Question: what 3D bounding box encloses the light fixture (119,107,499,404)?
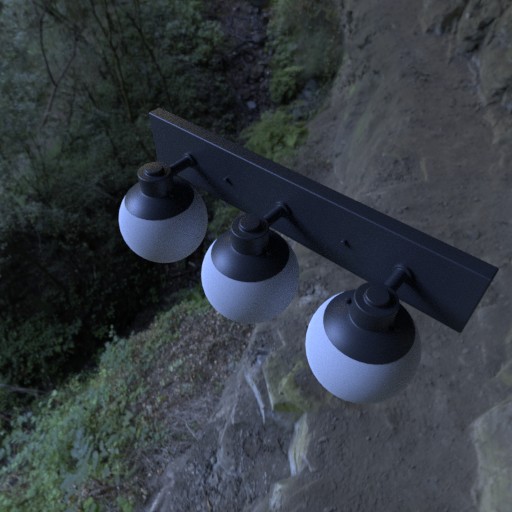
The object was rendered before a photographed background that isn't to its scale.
[{"bbox_3d":[0.000,0.000,0.826,0.721,0.263,0.218,31,54,26],"label":"light fixture"}]
